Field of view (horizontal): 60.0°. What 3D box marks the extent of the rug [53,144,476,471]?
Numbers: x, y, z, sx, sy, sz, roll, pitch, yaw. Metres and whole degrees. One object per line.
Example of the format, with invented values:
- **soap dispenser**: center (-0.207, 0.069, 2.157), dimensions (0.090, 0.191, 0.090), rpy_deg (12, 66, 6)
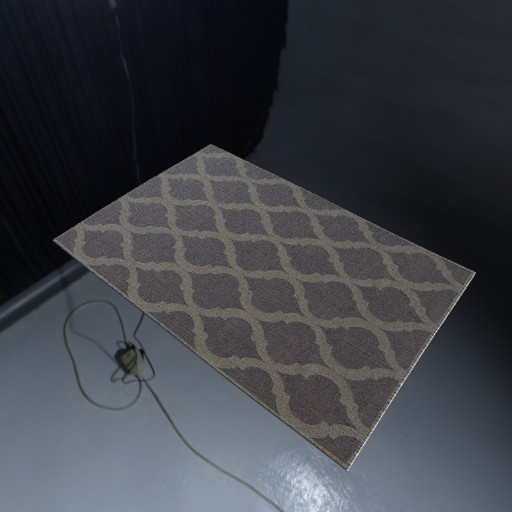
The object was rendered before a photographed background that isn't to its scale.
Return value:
- **rug**: center (0.000, 0.000, 2.849), dimensions (2.284, 0.008, 1.522), rpy_deg (31, 54, 26)
